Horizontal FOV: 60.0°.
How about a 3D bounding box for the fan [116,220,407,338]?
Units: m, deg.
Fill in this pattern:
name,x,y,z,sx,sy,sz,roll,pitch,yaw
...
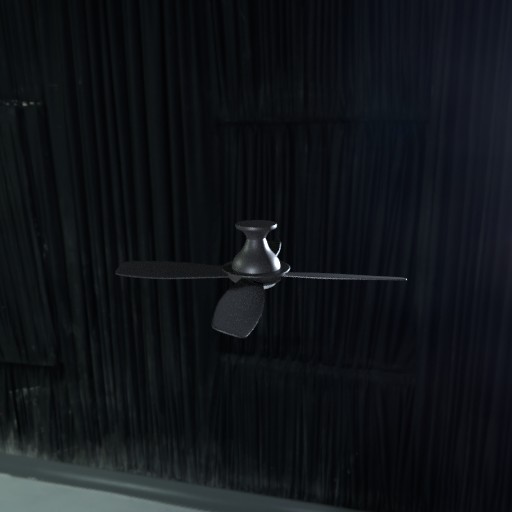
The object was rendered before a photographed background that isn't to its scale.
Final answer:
name,x,y,z,sx,sy,sz,roll,pitch,yaw
fan,0.000,0.000,2.571,1.694,0.382,1.694,2,15,7
